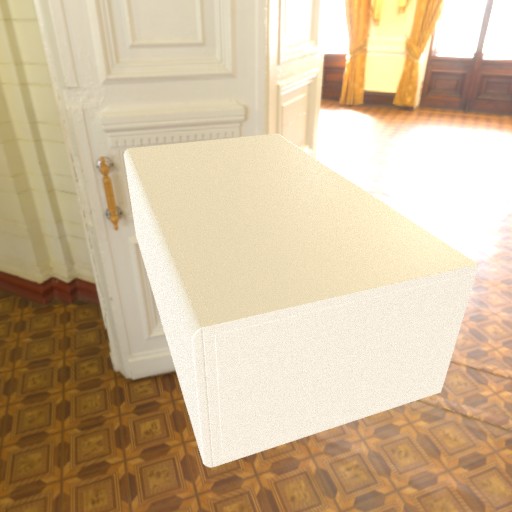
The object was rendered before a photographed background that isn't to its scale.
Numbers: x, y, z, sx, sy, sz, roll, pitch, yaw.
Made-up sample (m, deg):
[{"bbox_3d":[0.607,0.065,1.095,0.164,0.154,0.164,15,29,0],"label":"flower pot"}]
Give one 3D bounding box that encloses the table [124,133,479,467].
[{"bbox_3d":[0.000,0.000,1.393,0.639,0.442,1.097,-11,32,-17],"label":"table"}]
